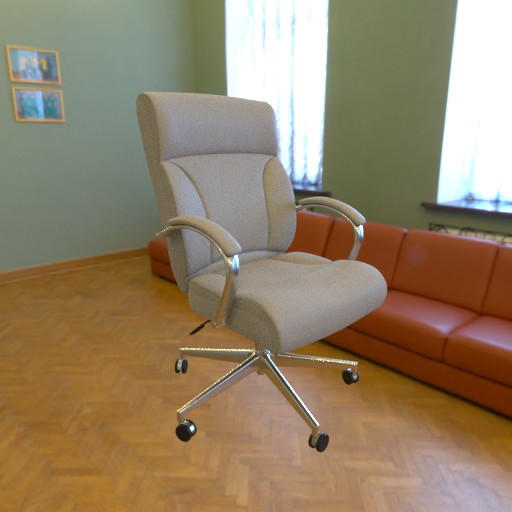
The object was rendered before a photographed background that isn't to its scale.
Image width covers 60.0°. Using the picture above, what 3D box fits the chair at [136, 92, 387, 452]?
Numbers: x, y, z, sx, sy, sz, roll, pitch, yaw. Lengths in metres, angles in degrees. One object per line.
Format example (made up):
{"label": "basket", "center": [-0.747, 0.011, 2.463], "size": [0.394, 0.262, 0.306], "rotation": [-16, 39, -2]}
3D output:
{"label": "chair", "center": [0.000, 0.000, 1.544], "size": [0.727, 1.099, 0.745], "rotation": [-14, 20, -42]}
